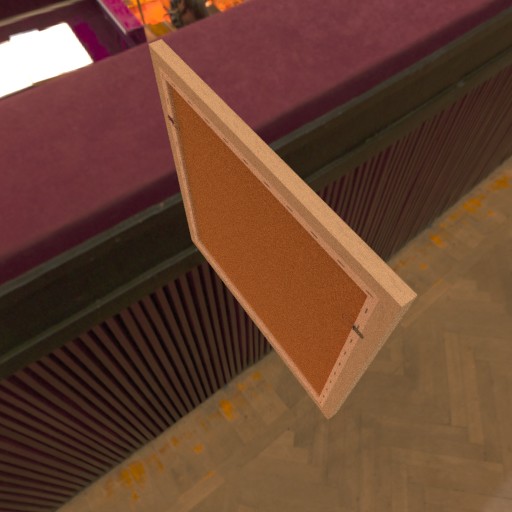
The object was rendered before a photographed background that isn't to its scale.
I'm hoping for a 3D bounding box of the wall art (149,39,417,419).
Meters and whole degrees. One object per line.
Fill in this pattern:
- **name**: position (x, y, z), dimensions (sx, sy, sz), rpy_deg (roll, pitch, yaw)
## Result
- **wall art**: position (0.000, 0.000, 1.496), dimensions (0.045, 1.016, 1.016), rpy_deg (-31, 63, -18)
